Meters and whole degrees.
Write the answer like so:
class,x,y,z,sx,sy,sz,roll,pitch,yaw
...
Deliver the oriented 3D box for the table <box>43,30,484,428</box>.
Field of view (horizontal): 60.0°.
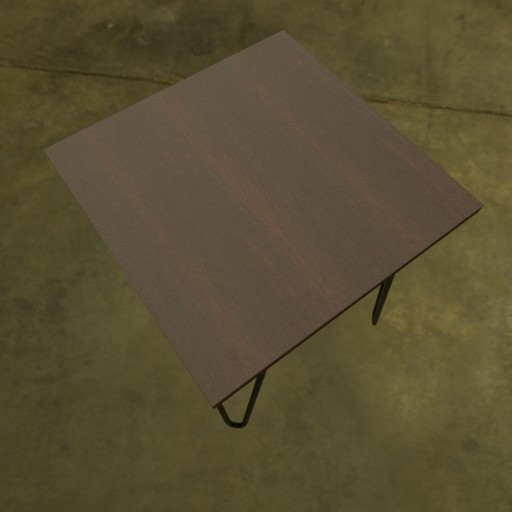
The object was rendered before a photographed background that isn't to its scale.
class,x,y,z,sx,sy,sz,roll,pitch,yaw
table,0.000,0.000,0.946,0.495,0.559,0.495,-33,68,-15
